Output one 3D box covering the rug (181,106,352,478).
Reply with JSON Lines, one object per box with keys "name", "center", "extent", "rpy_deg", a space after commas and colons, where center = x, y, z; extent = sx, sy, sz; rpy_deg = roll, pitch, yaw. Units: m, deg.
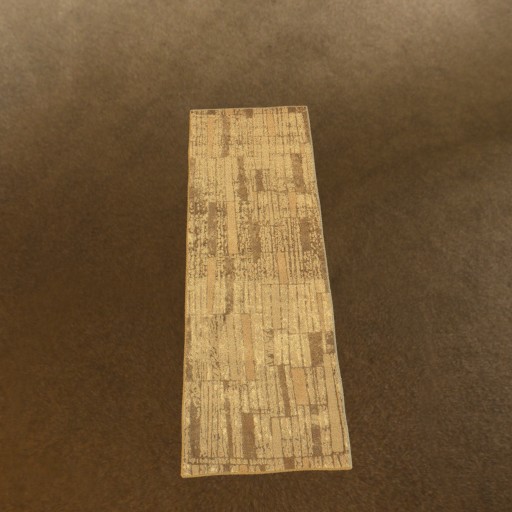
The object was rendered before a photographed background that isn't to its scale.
{"name": "rug", "center": [0.000, 0.000, 2.701], "extent": [0.857, 0.018, 2.383], "rpy_deg": [-2, 65, -1]}
